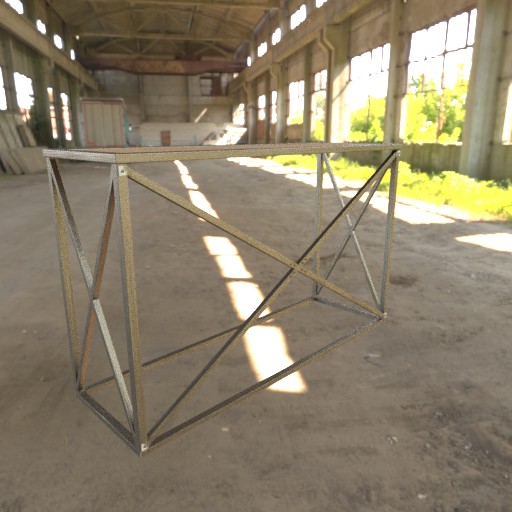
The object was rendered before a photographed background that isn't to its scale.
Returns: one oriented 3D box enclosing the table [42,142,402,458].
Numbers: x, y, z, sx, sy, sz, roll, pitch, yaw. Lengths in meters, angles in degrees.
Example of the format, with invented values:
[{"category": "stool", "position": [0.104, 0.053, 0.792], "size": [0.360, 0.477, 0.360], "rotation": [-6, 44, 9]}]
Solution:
[{"category": "table", "position": [0.000, 0.000, 1.563], "size": [1.216, 0.753, 0.402], "rotation": [-15, 21, -43]}]
